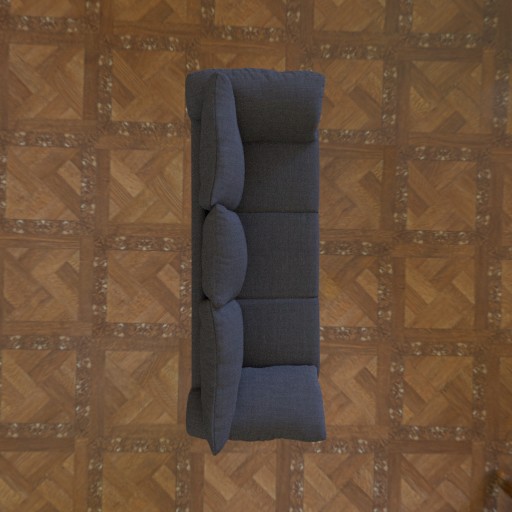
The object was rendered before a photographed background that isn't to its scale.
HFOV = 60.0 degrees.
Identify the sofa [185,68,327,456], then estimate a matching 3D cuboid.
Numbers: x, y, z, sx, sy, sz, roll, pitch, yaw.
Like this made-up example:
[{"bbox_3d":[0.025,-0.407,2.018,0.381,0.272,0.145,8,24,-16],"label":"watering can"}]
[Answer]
[{"bbox_3d":[0.000,0.000,2.969,0.883,1.080,2.336,0,90,-2],"label":"sofa"}]
